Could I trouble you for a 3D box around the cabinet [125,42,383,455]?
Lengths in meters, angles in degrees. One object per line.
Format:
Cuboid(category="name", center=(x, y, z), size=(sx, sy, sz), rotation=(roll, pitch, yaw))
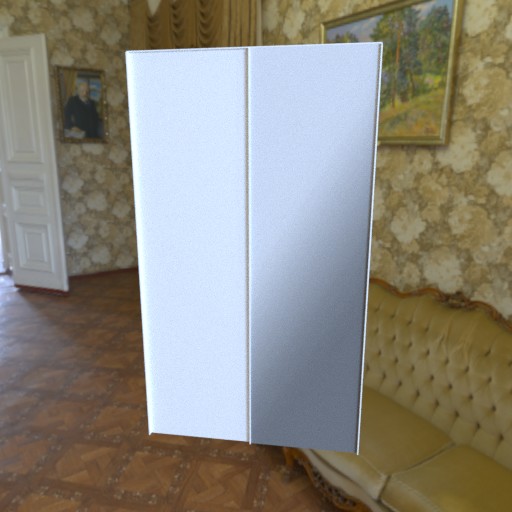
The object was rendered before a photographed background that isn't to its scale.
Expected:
Cuboid(category="cabinet", center=(0.000, 0.000, 2.583), size=(1.250, 2.160, 0.480), rotation=(2, 13, 8))
